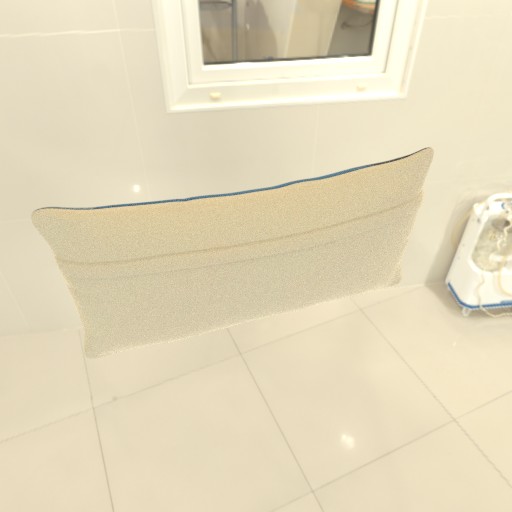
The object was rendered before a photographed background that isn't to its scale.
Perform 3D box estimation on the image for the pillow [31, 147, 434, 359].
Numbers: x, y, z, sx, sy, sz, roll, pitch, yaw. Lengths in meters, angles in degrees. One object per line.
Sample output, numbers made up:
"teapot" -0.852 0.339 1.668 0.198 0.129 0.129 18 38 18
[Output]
"pillow" 0.000 0.000 0.725 0.604 0.307 0.148 -12 42 -13
